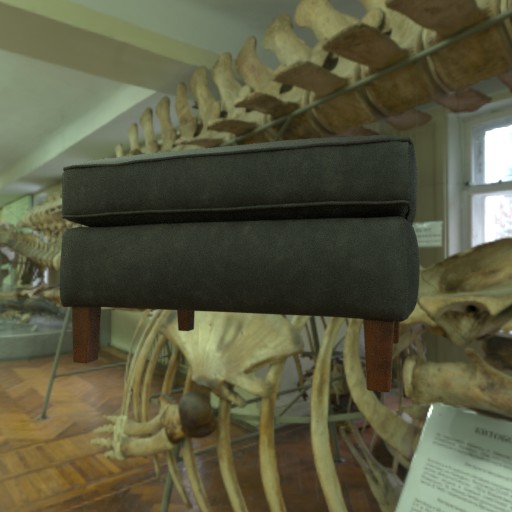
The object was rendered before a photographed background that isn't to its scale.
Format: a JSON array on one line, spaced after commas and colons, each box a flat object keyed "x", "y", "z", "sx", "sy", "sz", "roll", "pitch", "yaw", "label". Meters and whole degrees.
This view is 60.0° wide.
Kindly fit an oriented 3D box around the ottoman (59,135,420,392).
[{"x": 0.000, "y": 0.000, "z": 0.963, "sx": 0.665, "sy": 0.413, "sz": 0.501, "roll": 0, "pitch": -1, "yaw": 20, "label": "ottoman"}]
